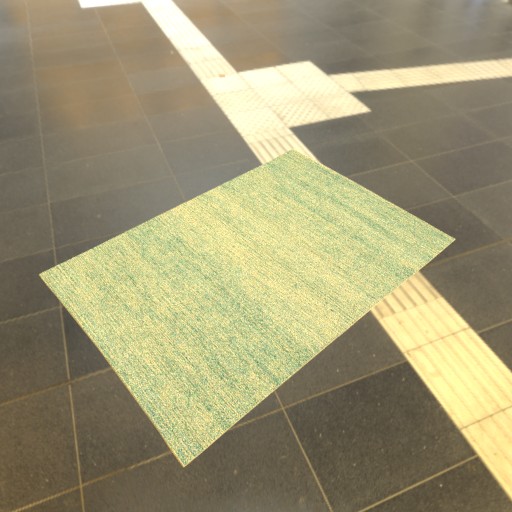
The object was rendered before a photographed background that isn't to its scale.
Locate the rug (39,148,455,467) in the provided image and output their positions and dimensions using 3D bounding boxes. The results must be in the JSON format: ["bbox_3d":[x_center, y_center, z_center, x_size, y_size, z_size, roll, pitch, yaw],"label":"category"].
[{"bbox_3d":[0.000,0.000,2.953,2.305,0.029,1.593,-32,53,-28],"label":"rug"}]
